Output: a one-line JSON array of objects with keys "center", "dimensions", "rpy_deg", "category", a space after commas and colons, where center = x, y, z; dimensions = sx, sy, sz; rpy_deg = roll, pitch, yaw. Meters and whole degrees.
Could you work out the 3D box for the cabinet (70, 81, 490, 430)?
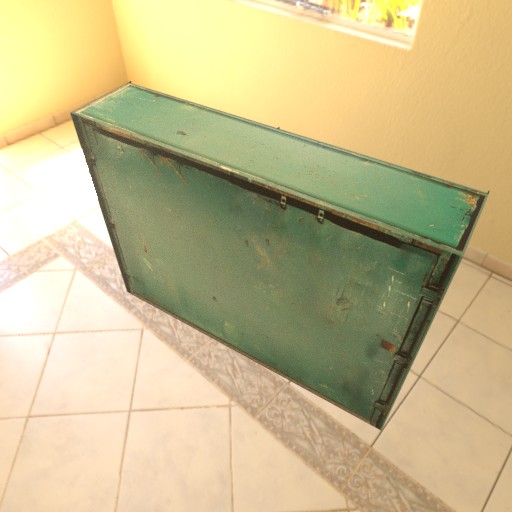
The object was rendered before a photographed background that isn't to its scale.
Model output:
[{"center": [0.000, 0.000, 3.872], "dimensions": [3.001, 2.160, 0.680], "rpy_deg": [24, 50, 22], "category": "cabinet"}]
